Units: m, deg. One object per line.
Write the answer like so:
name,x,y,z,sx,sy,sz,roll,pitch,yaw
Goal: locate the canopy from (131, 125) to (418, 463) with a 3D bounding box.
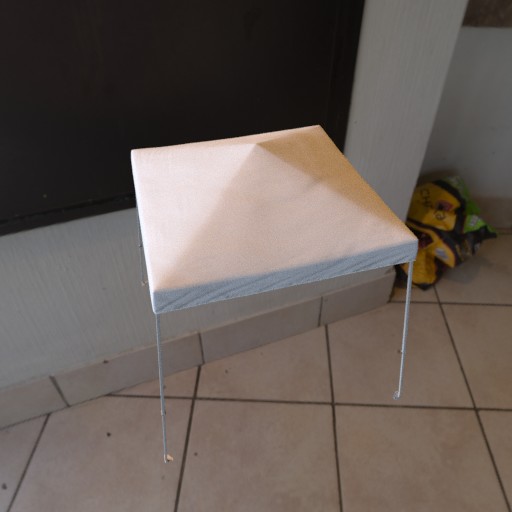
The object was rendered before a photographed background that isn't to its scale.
canopy,0.000,0.000,5.139,2.849,2.849,2.848,-11,43,-12
